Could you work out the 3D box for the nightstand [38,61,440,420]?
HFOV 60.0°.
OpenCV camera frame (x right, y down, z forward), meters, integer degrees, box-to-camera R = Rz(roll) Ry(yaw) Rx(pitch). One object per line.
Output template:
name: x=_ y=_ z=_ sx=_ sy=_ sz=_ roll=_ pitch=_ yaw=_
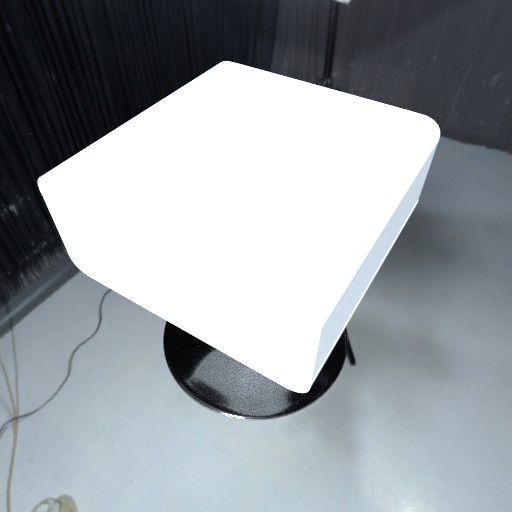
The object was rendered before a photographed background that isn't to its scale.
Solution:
nightstand: x=0.000 y=0.000 z=0.751 sx=0.399 sy=0.447 sz=0.404 roll=24 pitch=51 yaw=21
